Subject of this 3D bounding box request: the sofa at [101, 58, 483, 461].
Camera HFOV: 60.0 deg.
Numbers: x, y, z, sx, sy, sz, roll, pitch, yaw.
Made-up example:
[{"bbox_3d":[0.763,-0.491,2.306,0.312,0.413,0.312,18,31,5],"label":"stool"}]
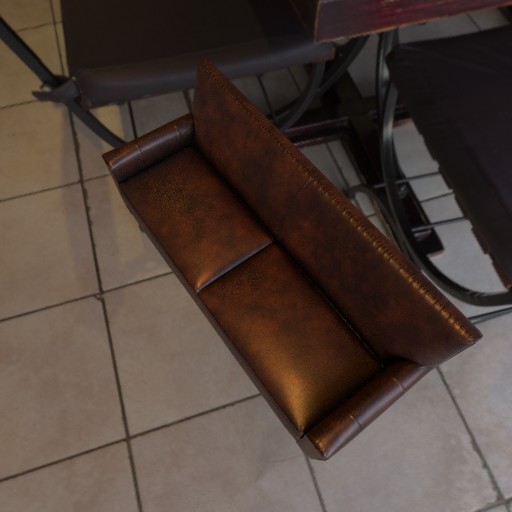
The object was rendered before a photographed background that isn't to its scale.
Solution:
[{"bbox_3d":[0.000,0.000,2.393,0.786,0.871,1.995,-33,68,-16],"label":"sofa"}]
